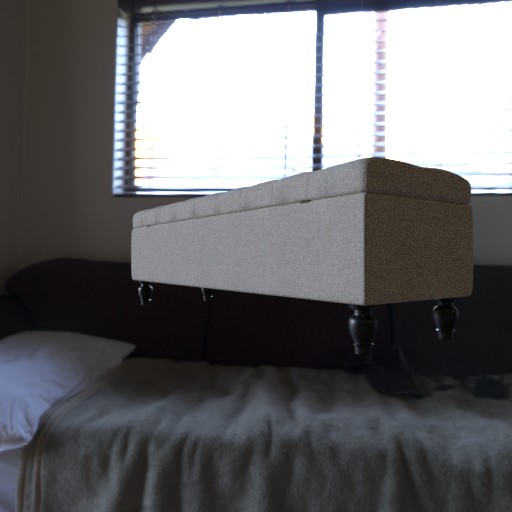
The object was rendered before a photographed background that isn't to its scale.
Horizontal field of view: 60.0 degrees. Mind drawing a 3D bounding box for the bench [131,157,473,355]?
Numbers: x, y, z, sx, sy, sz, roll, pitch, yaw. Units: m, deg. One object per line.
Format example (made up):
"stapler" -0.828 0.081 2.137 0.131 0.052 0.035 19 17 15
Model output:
"bench" 0.000 0.000 1.697 0.455 0.467 1.480 0 0 -35
